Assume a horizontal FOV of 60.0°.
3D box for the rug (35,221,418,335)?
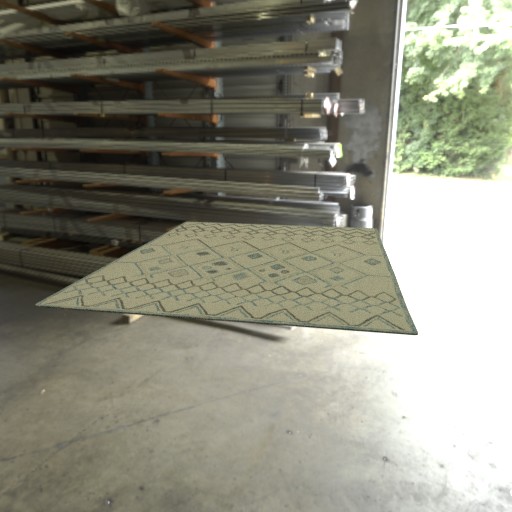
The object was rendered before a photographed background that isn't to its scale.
[{"bbox_3d":[0.000,0.000,4.174,2.441,0.013,3.056,3,15,10],"label":"rug"}]
